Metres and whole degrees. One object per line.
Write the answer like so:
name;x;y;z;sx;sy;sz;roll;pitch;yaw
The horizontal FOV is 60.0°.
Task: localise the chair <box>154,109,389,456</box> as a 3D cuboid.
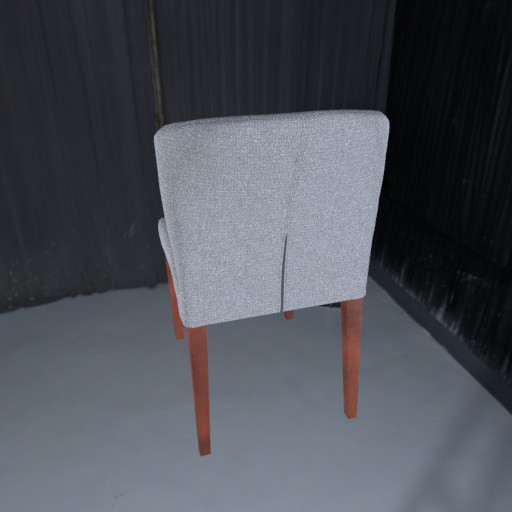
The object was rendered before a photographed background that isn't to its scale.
chair;0.000;0.000;1.193;0.491;0.839;0.589;-8;29;-15
